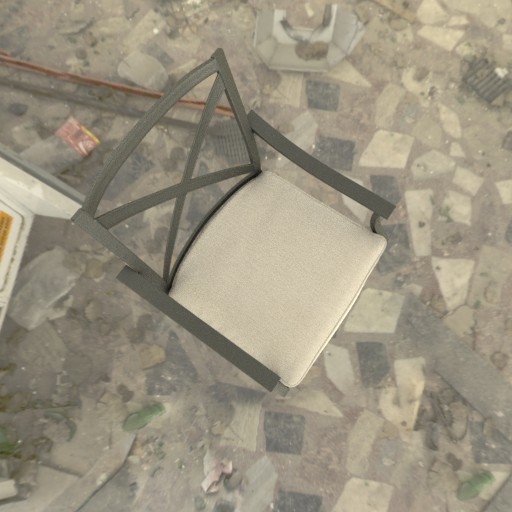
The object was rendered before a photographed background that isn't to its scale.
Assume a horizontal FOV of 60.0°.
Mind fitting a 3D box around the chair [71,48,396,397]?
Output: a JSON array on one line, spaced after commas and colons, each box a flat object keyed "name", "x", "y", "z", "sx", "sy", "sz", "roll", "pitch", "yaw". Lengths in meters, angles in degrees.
[{"name": "chair", "x": 0.000, "y": 0.000, "z": 1.306, "sx": 0.620, "sy": 0.889, "sz": 0.575, "roll": 35, "pitch": 78, "yaw": 8}]
